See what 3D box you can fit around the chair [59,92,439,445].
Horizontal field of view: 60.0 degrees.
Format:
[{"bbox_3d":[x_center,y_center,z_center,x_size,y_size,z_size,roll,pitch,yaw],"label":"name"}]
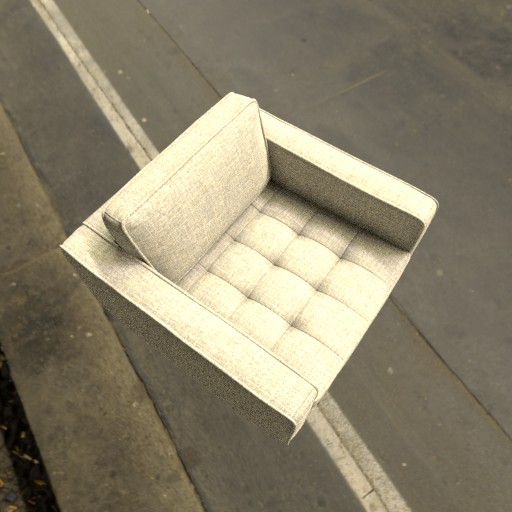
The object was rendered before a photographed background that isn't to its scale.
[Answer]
[{"bbox_3d":[0.000,0.000,1.586,0.914,0.765,0.889,32,65,17],"label":"chair"}]
